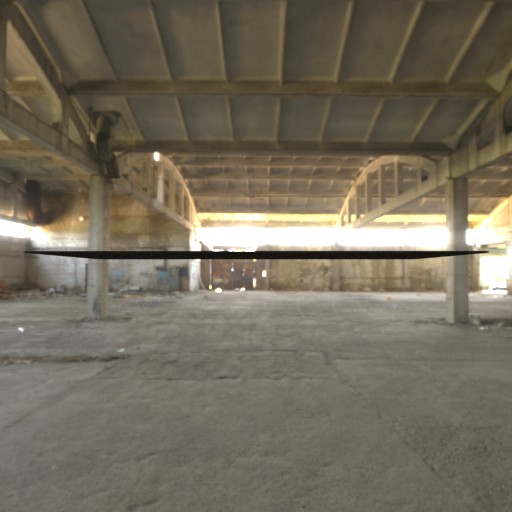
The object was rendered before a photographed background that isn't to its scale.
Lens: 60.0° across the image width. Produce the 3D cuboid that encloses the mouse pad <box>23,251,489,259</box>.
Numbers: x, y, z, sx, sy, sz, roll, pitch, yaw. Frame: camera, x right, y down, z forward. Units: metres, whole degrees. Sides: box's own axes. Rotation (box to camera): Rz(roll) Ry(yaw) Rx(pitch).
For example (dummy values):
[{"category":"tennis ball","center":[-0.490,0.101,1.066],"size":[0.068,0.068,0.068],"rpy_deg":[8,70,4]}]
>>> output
[{"category":"mouse pad","center":[0.000,0.000,1.051],"size":[0.907,0.003,0.424],"rpy_deg":[0,-2,0]}]
